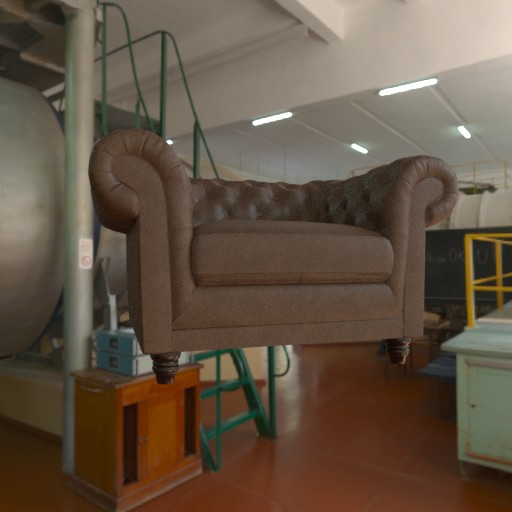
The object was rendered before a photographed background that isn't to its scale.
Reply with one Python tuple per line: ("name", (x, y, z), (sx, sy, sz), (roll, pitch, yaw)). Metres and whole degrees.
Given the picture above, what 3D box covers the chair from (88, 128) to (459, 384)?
("chair", (0.000, 0.000, 1.860), (1.298, 0.784, 0.954), (0, -1, -18))
